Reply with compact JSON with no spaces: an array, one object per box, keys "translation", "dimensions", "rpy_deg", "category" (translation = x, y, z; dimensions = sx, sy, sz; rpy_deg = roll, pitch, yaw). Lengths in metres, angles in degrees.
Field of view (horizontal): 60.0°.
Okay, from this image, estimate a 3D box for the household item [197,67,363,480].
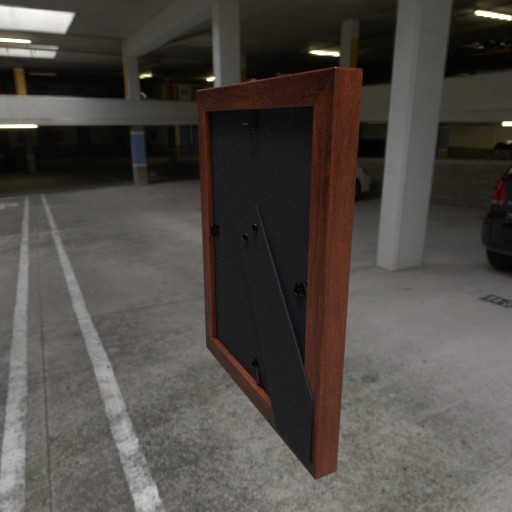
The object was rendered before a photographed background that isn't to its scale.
[{"translation":[0.000,0.000,0.342],"dimensions":[0.020,0.250,0.200],"rpy_deg":[-8,19,-26],"category":"household item"}]
